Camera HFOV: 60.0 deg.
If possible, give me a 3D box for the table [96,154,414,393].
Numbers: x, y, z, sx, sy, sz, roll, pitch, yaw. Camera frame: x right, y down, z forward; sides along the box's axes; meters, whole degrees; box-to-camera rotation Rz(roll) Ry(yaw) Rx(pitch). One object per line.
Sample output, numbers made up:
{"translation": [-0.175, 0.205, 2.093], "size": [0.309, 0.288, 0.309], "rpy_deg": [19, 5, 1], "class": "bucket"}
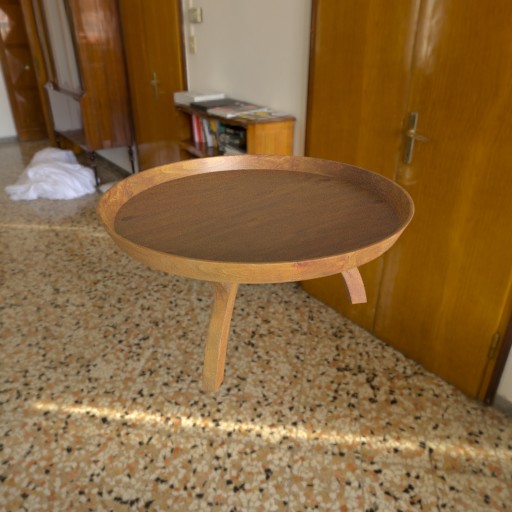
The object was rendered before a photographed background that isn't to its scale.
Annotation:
{"translation": [0.000, 0.000, 1.561], "size": [1.016, 0.470, 1.016], "rpy_deg": [0, 27, 0], "class": "table"}
